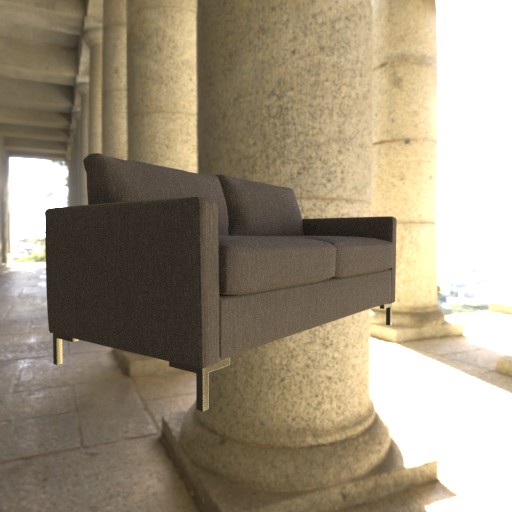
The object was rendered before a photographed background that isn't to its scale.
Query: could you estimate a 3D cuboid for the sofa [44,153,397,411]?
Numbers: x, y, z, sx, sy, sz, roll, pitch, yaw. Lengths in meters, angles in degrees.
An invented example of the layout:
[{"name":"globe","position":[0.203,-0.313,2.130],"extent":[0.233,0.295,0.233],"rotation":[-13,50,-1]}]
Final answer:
[{"name":"sofa","position":[0.000,0.000,2.161],"extent":[0.875,0.840,1.682],"rotation":[2,3,36]}]
